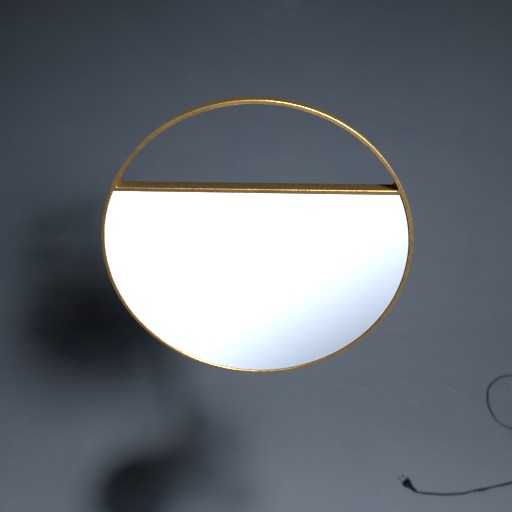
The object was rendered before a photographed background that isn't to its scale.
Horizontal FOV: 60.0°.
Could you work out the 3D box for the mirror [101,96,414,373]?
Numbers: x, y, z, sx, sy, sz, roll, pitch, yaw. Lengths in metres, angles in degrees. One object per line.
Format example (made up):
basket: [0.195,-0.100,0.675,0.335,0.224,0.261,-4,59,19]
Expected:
mirror: [0.000,0.000,0.827,0.565,0.565,0.032,1,30,2]
